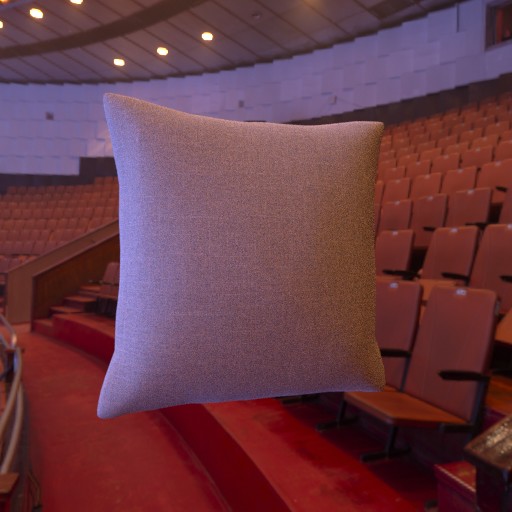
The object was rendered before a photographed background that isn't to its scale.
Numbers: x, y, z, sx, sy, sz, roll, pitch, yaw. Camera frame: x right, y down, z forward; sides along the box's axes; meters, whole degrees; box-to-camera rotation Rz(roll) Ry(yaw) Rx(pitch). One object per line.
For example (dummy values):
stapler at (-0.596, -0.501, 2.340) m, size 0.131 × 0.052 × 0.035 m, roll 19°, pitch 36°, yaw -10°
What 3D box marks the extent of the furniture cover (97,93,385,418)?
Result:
furniture cover at (0.000, 0.000, 0.762) m, size 0.512 × 0.506 × 0.178 m, roll 0°, pitch -1°, yaw -17°
